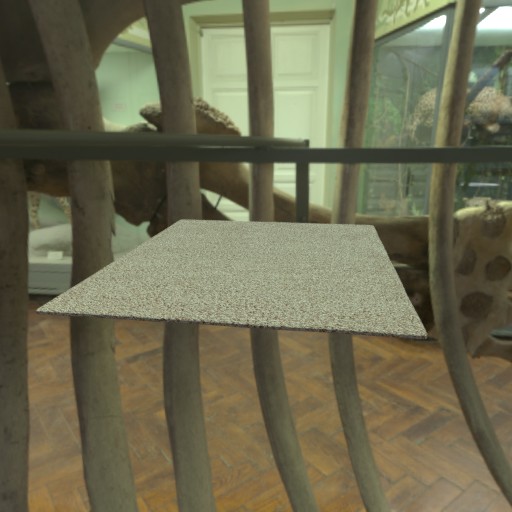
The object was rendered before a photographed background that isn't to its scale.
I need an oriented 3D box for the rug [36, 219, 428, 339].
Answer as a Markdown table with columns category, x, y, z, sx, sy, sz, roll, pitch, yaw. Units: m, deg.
| category | x | y | z | sx | sy | sz | roll | pitch | yaw |
| --- | --- | --- | --- | --- | --- | --- | --- | --- | --- |
| rug | 0.000 | 0.000 | 4.127 | 2.438 | 0.029 | 3.047 | 2 | 16 | 8 |
